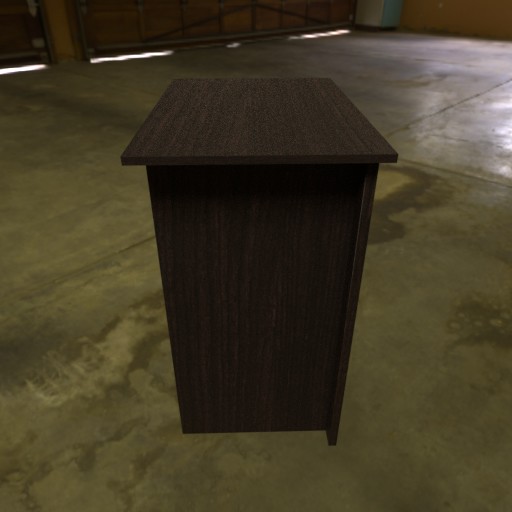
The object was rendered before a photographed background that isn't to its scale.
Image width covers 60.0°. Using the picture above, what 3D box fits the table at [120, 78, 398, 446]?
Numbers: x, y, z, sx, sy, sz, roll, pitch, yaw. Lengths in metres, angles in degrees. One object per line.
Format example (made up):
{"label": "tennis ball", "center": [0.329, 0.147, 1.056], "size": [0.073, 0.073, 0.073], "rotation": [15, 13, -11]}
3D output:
{"label": "table", "center": [0.000, 0.000, 1.079], "size": [0.406, 0.711, 0.591], "rotation": [-1, 32, -1]}
